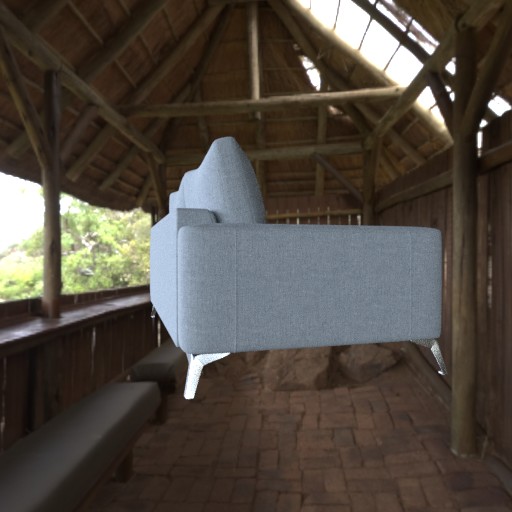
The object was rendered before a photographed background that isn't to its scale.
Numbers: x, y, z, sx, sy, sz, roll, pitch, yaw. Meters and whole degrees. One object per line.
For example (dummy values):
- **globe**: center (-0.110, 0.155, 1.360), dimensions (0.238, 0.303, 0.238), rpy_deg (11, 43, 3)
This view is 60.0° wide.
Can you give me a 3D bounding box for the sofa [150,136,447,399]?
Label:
- **sofa**: center (0.000, 0.000, 2.151), dimensions (0.920, 0.790, 1.650), rpy_deg (0, 1, -17)
